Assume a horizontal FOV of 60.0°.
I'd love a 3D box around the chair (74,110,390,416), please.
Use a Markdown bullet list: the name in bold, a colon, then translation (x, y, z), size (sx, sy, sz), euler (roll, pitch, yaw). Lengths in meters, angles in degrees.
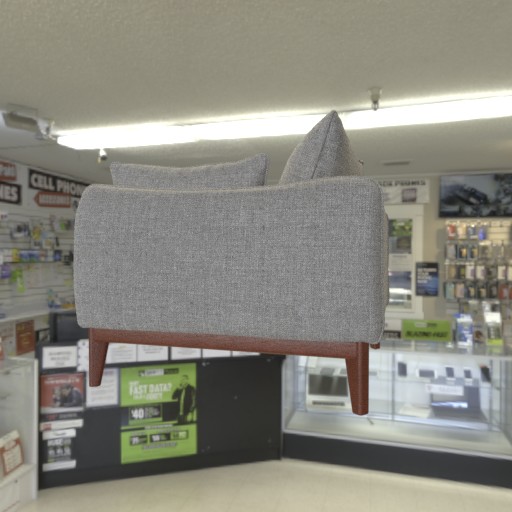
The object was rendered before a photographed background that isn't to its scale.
- **chair**: translation (0.000, 0.000, 1.711), size (0.976, 0.839, 0.993), euler (0, 0, 18)
